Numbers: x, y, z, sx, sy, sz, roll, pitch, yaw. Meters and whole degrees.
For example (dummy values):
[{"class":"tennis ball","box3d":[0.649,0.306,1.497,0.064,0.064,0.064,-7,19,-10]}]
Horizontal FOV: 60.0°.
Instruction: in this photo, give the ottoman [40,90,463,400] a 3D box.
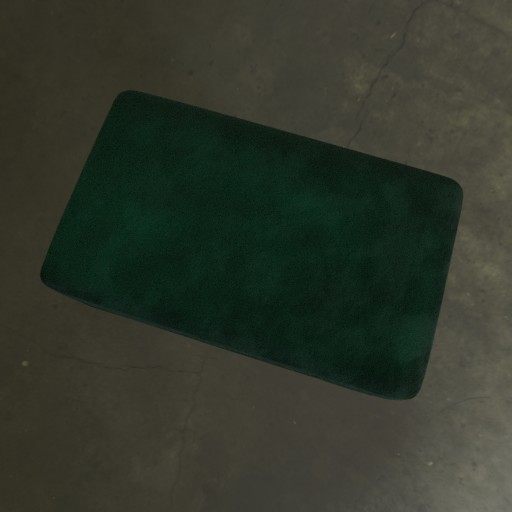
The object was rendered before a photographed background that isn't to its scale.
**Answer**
[{"class":"ottoman","box3d":[0.000,0.000,1.226,0.886,0.533,0.536,17,76,4]}]
